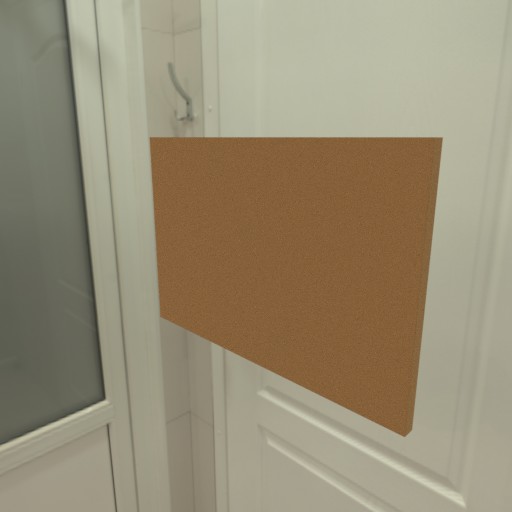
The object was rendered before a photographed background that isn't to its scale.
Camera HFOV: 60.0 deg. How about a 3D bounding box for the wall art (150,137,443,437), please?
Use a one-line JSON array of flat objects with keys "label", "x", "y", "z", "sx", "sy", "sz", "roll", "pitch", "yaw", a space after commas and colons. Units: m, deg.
[{"label": "wall art", "x": 0.000, "y": 0.000, "z": 1.175, "sx": 0.915, "sy": 0.608, "sz": 0.033, "roll": 14, "pitch": 21, "yaw": 43}]
